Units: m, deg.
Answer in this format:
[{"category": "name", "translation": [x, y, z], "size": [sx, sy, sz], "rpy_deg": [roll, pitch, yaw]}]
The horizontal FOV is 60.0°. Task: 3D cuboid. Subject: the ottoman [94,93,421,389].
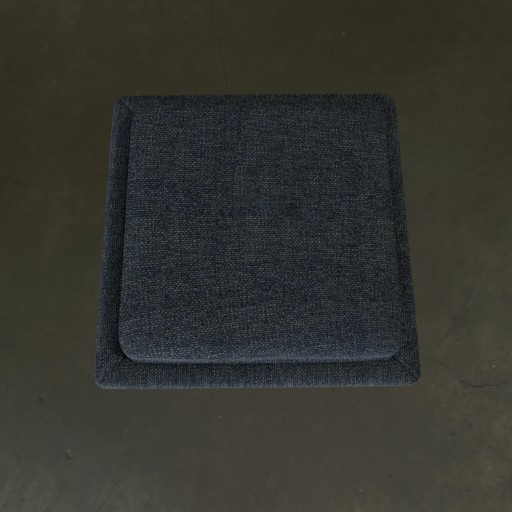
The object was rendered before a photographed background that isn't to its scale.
[{"category": "ottoman", "translation": [0.000, 0.000, 0.817], "size": [0.450, 0.460, 0.450], "rpy_deg": [-1, 76, 0]}]
